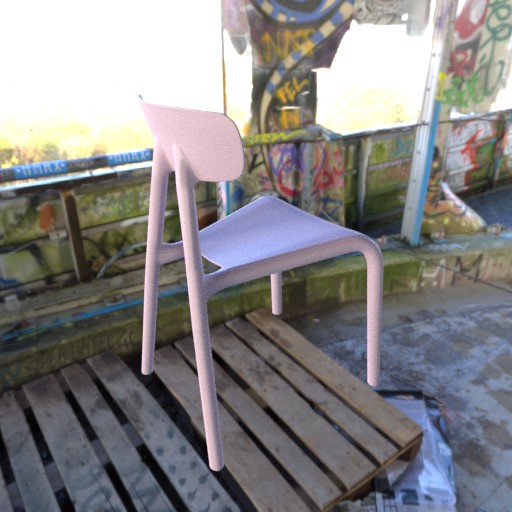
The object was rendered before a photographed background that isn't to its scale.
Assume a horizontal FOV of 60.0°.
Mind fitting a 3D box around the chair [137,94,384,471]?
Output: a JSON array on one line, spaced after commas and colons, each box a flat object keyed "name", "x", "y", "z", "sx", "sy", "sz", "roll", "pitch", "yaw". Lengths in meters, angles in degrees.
[{"name": "chair", "x": 0.000, "y": 0.000, "z": 0.842, "sx": 0.401, "sy": 0.580, "sz": 0.356, "roll": -17, "pitch": 31, "yaw": -32}]
